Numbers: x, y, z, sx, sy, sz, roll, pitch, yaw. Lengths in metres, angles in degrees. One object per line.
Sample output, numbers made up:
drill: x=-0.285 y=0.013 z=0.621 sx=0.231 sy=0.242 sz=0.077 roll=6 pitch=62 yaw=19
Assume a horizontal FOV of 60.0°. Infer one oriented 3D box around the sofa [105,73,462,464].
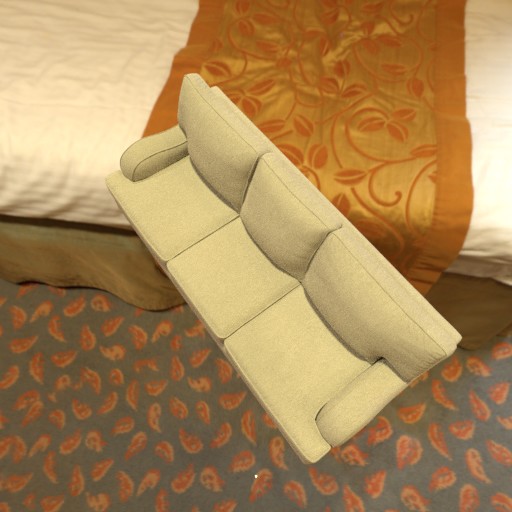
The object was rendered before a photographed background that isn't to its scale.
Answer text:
sofa: x=0.000 y=0.000 z=2.833 sx=1.016 sy=0.991 sz=2.323 roll=-34 pitch=68 yaw=-15
